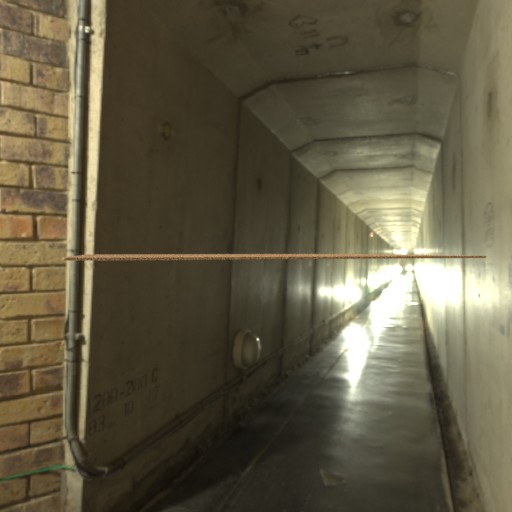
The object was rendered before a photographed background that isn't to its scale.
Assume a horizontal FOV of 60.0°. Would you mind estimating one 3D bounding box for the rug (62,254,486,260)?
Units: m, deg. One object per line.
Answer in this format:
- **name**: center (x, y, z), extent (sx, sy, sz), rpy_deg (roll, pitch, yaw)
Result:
- **rug**: center (0.000, 0.000, 2.808), extent (2.141, 0.013, 1.566), rpy_deg (0, 1, -18)
